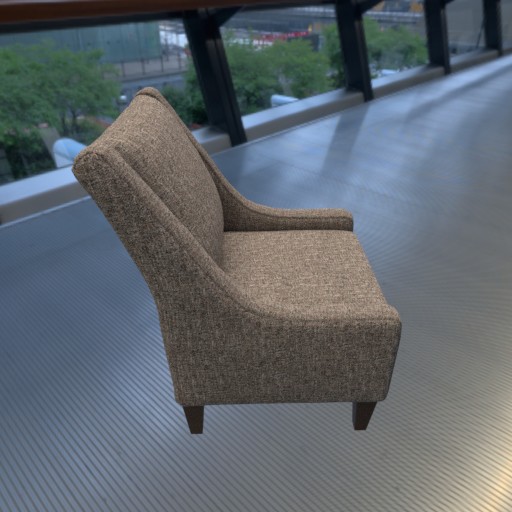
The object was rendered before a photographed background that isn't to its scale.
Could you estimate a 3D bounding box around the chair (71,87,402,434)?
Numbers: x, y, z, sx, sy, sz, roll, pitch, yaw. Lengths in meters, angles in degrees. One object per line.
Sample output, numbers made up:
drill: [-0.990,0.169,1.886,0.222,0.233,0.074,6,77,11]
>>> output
chair: [0.000,0.000,1.576,0.870,1.014,0.774,-1,32,-1]
